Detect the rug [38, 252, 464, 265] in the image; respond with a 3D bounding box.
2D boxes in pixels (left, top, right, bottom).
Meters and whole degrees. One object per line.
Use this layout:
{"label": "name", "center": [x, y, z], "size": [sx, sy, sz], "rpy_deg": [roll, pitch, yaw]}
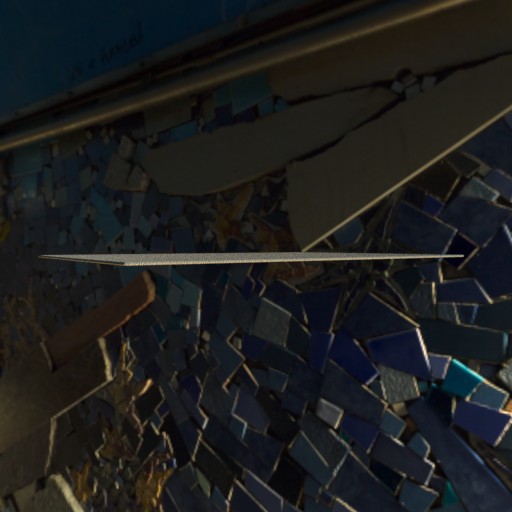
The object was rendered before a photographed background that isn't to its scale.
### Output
{"label": "rug", "center": [0.000, 0.000, 2.282], "size": [1.829, 0.010, 1.219], "rpy_deg": [-1, 2, -36]}
